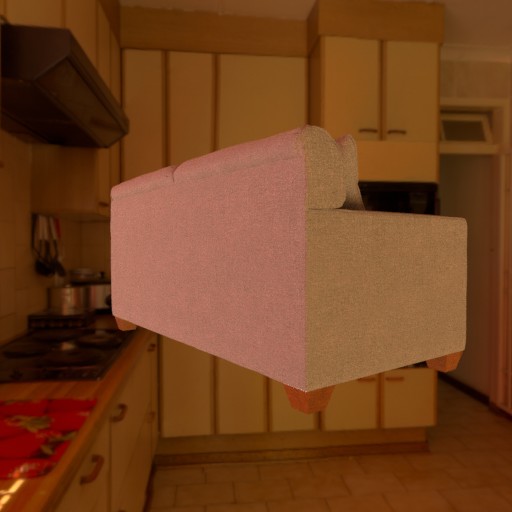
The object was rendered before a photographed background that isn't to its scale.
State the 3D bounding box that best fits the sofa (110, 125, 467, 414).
[{"bbox_3d":[0.000,0.000,2.376,1.000,0.958,1.846,-1,2,-36],"label":"sofa"}]
